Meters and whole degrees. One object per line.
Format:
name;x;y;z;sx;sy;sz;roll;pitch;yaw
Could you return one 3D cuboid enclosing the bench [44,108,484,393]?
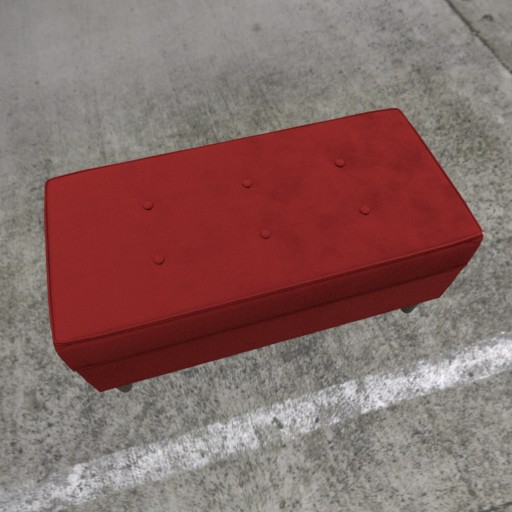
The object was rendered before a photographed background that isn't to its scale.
bench;0.000;0.000;1.276;1.016;0.471;0.492;-14;59;-8
